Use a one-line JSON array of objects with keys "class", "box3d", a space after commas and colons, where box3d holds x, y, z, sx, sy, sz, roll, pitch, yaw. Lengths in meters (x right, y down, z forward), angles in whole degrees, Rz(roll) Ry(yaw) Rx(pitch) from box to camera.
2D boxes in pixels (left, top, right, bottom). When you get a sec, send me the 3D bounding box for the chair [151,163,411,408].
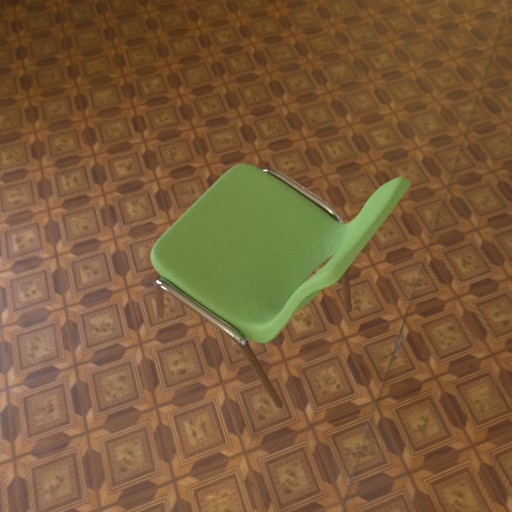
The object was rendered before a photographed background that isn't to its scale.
[{"class": "chair", "box3d": [0.000, 0.000, 0.972, 0.436, 0.704, 0.381, 35, 68, 16]}]
